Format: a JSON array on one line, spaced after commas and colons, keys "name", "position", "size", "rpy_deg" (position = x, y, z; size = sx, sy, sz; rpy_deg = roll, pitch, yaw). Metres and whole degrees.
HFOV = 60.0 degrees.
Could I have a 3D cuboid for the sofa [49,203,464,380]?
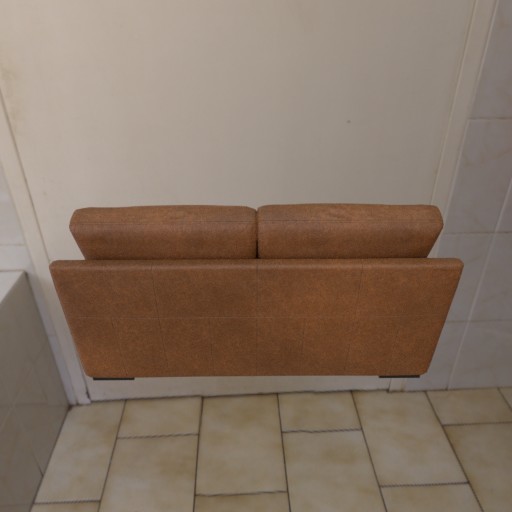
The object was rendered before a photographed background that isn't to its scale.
[{"name": "sofa", "position": [0.000, 0.000, 2.531], "size": [1.880, 0.966, 1.144], "rpy_deg": [0, 31, -1]}]
